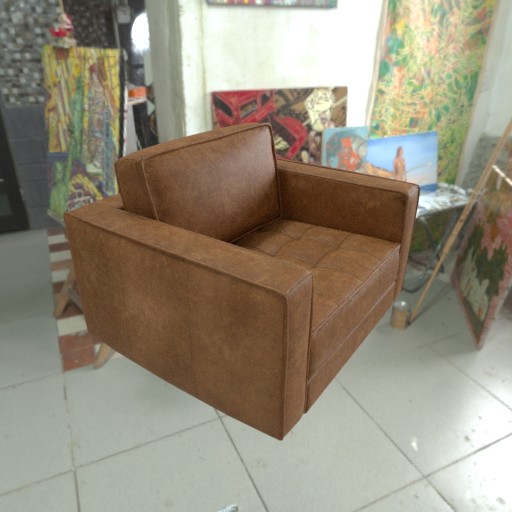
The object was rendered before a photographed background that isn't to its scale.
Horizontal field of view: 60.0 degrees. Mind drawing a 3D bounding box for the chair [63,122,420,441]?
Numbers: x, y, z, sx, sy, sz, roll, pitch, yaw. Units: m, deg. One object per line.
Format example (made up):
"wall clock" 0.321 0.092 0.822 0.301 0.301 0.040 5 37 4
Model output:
"chair" 0.000 0.000 1.505 0.798 0.767 0.928 18 32 31
